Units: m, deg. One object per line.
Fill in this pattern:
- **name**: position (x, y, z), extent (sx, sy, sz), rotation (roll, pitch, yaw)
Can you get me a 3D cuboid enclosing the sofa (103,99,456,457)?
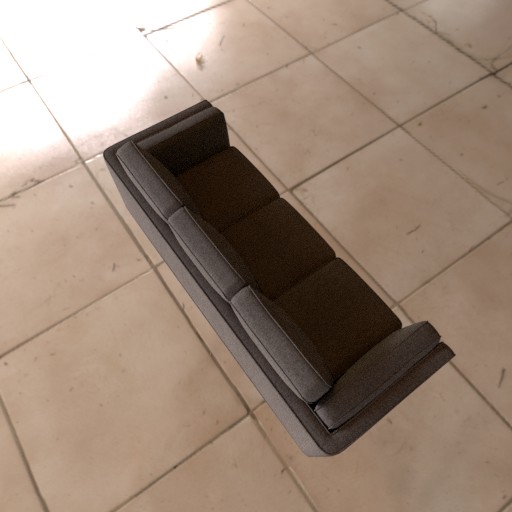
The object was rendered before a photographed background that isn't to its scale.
- **sofa**: position (0.000, 0.000, 2.818), extent (0.903, 0.899, 2.362), rotation (-32, 65, -17)
